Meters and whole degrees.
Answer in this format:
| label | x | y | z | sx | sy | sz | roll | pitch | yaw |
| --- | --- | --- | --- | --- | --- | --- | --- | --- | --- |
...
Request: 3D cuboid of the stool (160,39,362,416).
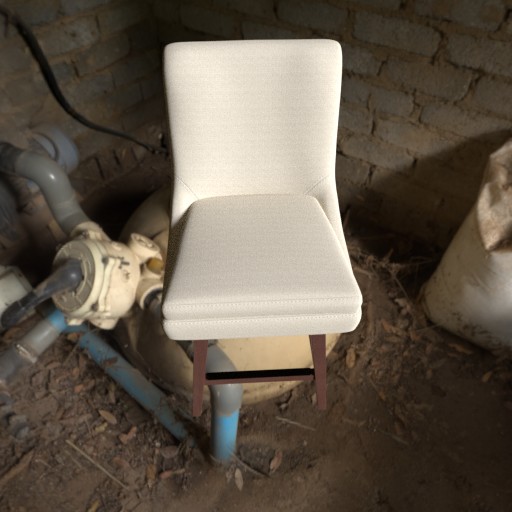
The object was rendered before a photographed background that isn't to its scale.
| label | x | y | z | sx | sy | sz | roll | pitch | yaw |
| --- | --- | --- | --- | --- | --- | --- | --- | --- | --- |
| stool | 0.000 | 0.000 | 1.262 | 0.483 | 0.991 | 0.559 | -2 | 47 | -2 |
